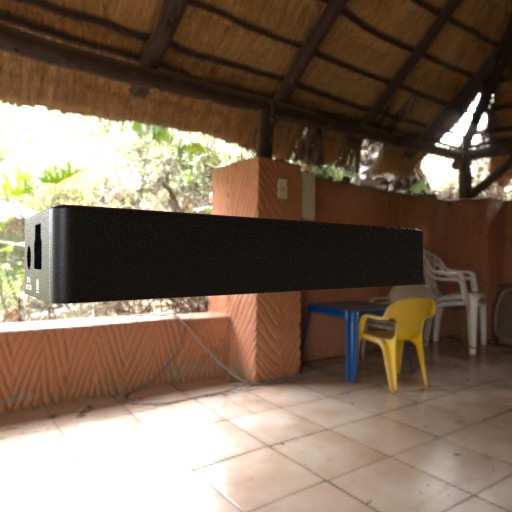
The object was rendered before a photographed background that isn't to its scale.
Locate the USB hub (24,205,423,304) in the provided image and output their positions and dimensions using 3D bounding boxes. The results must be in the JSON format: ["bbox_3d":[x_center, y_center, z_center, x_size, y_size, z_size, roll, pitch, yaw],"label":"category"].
[{"bbox_3d":[0.000,0.000,0.160,0.145,0.023,0.044,0,-1,-36],"label":"USB hub"}]
